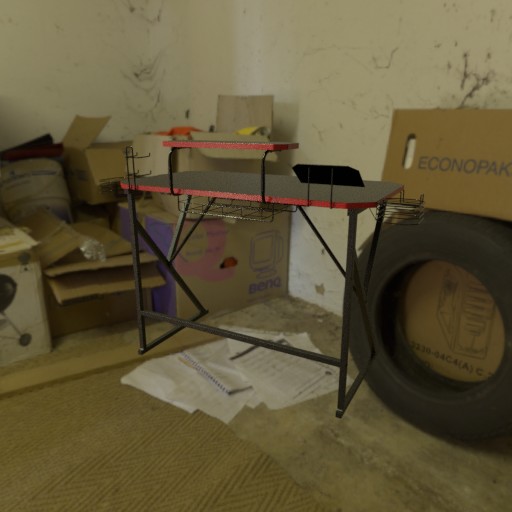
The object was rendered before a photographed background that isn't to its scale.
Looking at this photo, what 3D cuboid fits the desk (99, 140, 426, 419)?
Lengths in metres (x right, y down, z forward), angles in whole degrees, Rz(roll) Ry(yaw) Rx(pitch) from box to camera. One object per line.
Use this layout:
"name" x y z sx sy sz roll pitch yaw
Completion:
"desk" 0.000 0.000 1.801 1.280 0.913 0.588 9 19 27
